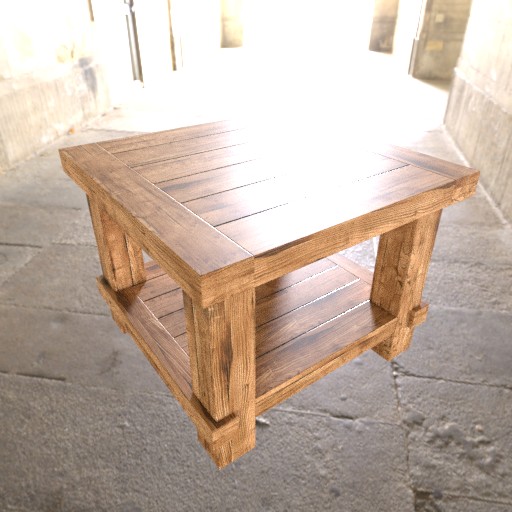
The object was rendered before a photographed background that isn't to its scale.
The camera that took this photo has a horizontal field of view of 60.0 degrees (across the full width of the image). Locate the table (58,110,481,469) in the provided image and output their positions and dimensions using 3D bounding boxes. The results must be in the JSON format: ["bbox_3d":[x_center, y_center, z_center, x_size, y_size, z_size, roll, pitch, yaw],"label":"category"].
[{"bbox_3d":[0.000,0.000,1.014,0.610,0.457,0.610,-21,37,-30],"label":"table"}]
